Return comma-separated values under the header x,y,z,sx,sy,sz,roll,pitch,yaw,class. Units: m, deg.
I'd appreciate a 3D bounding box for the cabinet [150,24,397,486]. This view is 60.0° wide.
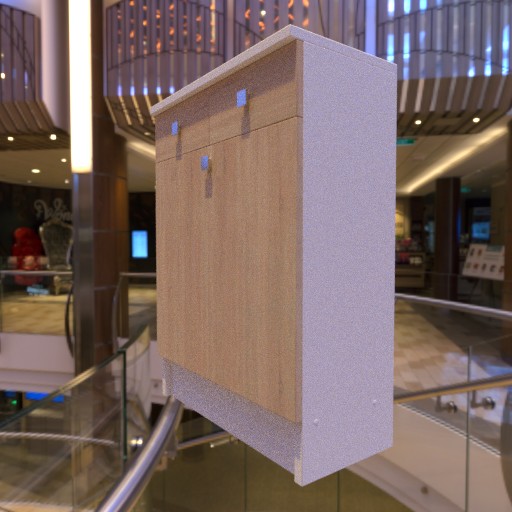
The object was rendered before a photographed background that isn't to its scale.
x,y,z,sx,sy,sz,roll,pitch,yaw,class
0.000,0.000,1.098,0.296,0.815,0.600,-2,3,-36,cabinet
